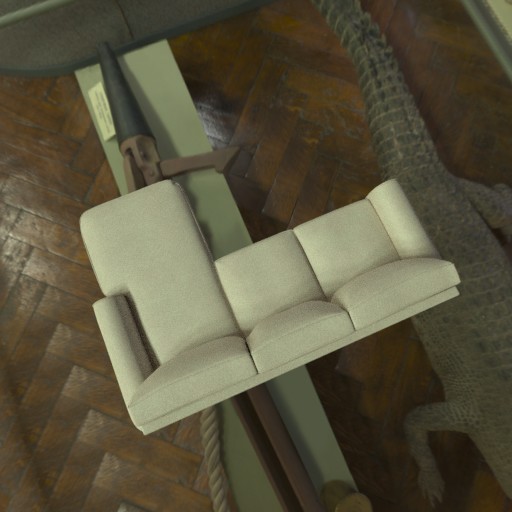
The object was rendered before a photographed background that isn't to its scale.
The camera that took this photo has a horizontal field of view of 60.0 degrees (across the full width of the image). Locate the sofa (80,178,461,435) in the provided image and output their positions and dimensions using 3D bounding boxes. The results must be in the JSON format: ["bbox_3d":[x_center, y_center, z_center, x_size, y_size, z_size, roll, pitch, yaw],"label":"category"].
[{"bbox_3d":[0.000,0.000,2.407,1.770,0.734,1.226,-23,77,-5],"label":"sofa"}]
